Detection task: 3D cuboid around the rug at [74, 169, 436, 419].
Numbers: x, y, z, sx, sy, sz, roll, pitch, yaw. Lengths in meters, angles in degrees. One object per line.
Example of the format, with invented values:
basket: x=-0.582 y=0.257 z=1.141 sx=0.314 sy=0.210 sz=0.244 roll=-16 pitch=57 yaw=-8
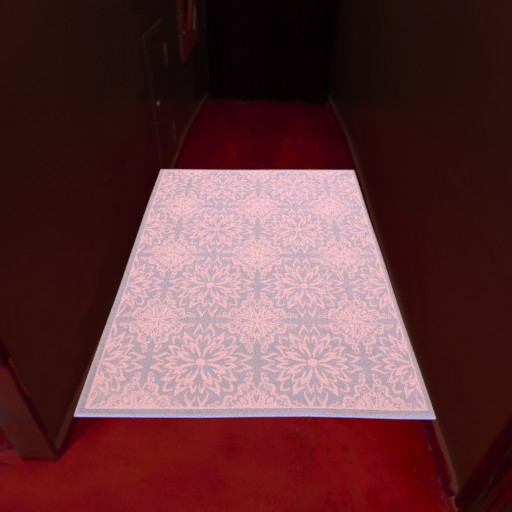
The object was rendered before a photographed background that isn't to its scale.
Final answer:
rug: x=0.000 y=0.000 z=2.784 sx=1.589 sy=0.014 sz=2.205 roll=0 pitch=40 yaw=0
